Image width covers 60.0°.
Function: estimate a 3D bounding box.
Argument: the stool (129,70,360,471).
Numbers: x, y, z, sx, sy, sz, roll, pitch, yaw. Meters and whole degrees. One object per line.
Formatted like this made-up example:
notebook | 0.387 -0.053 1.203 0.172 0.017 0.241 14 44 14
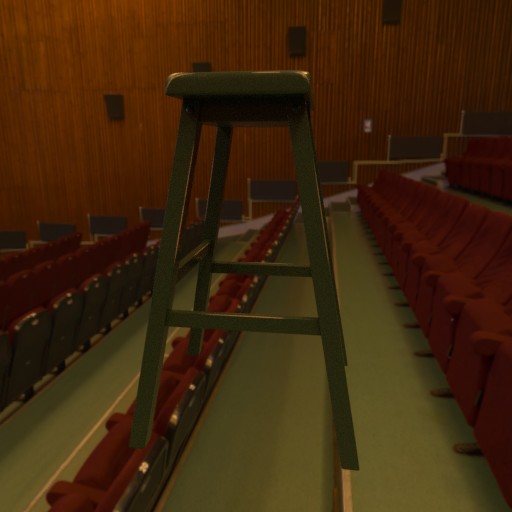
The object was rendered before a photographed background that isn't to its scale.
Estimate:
stool | 0.000 0.000 1.028 0.476 0.737 0.457 2 15 8
